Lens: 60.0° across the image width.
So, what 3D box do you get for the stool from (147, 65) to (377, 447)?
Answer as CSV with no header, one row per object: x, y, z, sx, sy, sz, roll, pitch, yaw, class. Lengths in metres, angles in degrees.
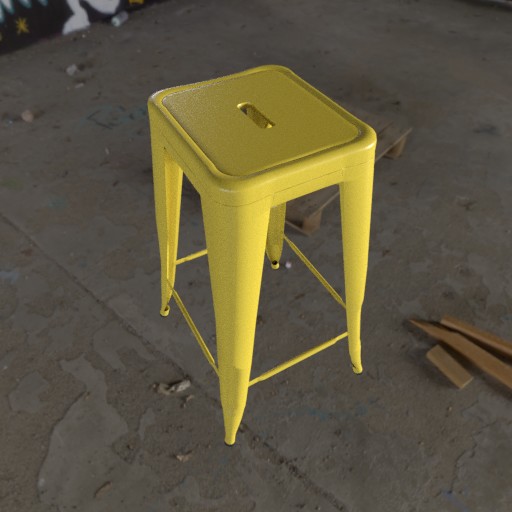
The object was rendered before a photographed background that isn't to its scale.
0.000,0.000,0.871,0.359,0.609,0.399,-22,50,-20,stool
